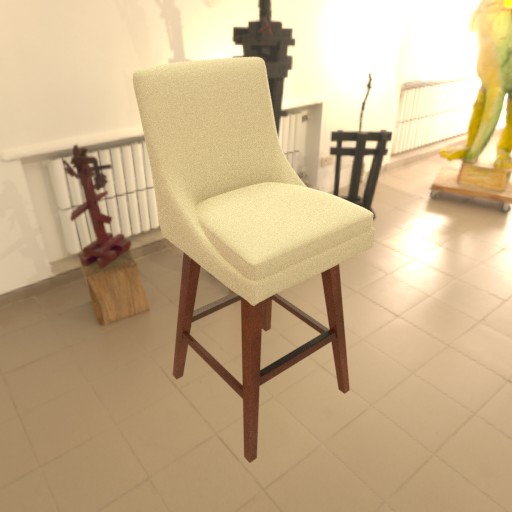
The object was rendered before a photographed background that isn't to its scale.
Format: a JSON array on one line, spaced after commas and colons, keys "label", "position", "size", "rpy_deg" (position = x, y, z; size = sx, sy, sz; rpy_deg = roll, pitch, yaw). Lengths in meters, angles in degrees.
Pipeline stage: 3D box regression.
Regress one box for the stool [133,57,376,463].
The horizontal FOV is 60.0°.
[{"label": "stool", "position": [0.000, 0.000, 1.404], "size": [0.470, 1.097, 0.559], "rpy_deg": [-22, 37, -33]}]
